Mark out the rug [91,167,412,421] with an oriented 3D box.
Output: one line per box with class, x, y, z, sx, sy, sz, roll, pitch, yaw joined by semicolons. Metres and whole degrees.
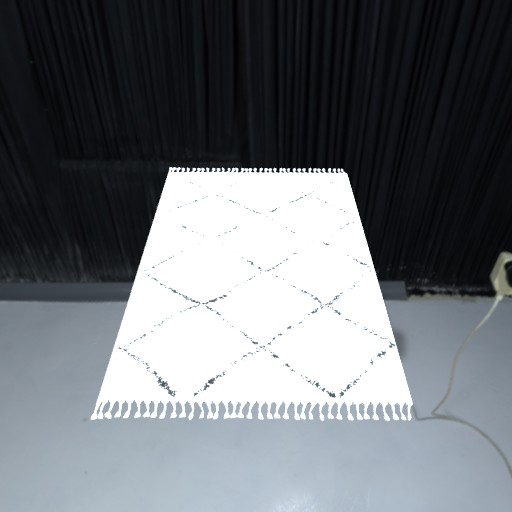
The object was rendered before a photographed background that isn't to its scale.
rug;0.000;0.000;2.894;1.494;0.031;2.307;0;41;0
